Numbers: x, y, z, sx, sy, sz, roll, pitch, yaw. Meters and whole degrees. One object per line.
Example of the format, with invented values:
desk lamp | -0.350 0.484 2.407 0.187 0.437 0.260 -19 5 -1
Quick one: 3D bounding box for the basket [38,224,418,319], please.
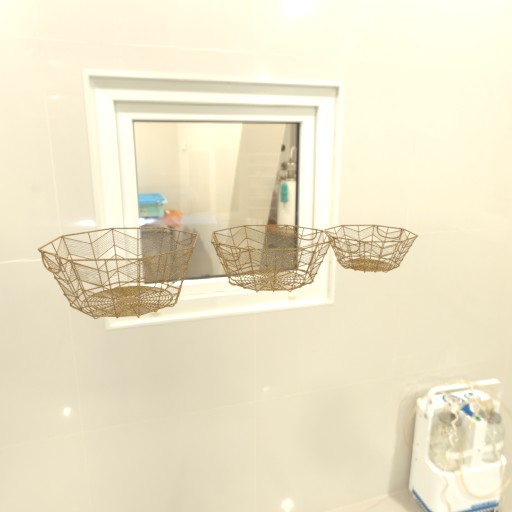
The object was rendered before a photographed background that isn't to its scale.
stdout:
basket | 0.000 0.000 1.421 1.245 0.178 0.432 -7 16 -25
